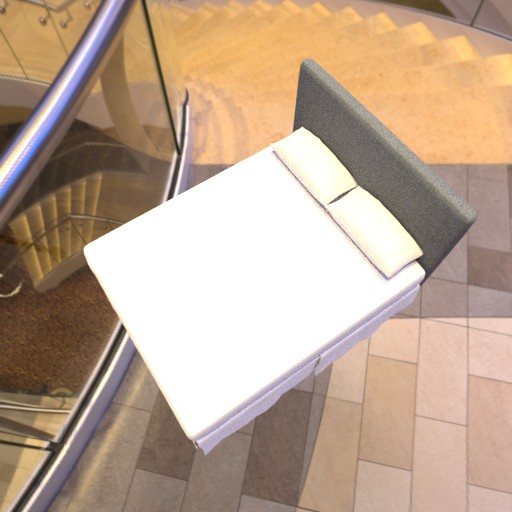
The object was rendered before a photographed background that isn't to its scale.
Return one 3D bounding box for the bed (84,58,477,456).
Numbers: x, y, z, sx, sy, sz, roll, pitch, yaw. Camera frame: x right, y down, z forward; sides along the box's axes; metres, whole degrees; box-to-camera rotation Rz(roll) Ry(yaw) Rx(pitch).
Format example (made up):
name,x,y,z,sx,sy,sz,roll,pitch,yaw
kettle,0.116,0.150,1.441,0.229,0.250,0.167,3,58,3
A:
name,x,y,z,sx,sy,sz,roll,pitch,yaw
bed,0.000,0.000,3.201,2.142,1.330,1.723,-31,67,-15
